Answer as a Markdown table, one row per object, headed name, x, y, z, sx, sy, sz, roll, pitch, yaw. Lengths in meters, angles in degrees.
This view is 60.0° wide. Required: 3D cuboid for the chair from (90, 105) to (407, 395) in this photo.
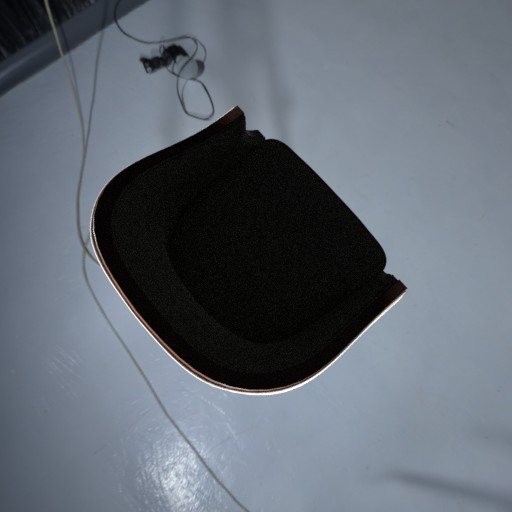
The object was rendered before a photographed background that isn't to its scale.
| name | x | y | z | sx | sy | sz | roll | pitch | yaw |
| --- | --- | --- | --- | --- | --- | --- | --- | --- | --- |
| chair | 0.000 | 0.000 | 1.473 | 0.735 | 0.876 | 0.803 | -39 | 80 | -8 |
